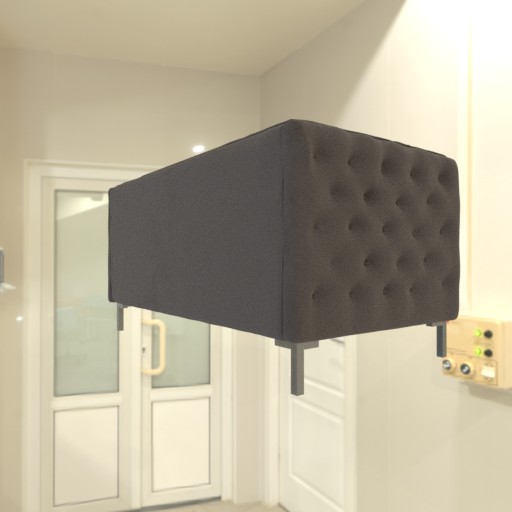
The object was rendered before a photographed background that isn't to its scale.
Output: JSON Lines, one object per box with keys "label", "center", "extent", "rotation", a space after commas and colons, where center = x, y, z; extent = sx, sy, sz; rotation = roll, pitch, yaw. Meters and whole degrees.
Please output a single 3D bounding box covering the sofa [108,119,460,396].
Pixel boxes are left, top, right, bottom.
{"label": "sofa", "center": [0.000, 0.000, 2.104], "extent": [0.909, 0.810, 1.583], "rotation": [0, -1, -37]}
